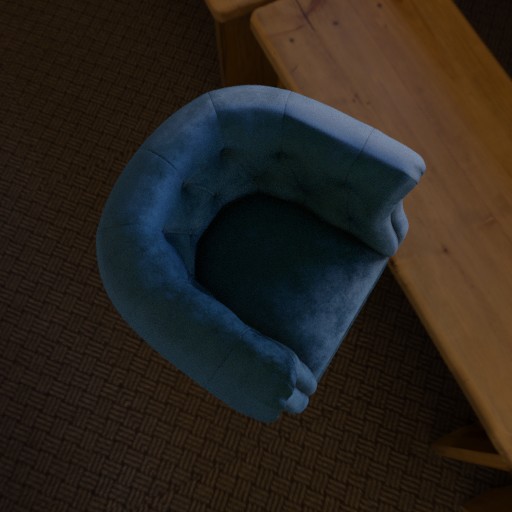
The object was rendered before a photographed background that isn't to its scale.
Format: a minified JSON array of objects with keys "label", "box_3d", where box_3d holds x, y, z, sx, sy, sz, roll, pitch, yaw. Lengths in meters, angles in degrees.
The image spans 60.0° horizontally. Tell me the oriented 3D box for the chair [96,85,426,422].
[{"label":"chair","box_3d":[0.000,0.000,1.588,0.851,0.826,0.904,32,77,8]}]
